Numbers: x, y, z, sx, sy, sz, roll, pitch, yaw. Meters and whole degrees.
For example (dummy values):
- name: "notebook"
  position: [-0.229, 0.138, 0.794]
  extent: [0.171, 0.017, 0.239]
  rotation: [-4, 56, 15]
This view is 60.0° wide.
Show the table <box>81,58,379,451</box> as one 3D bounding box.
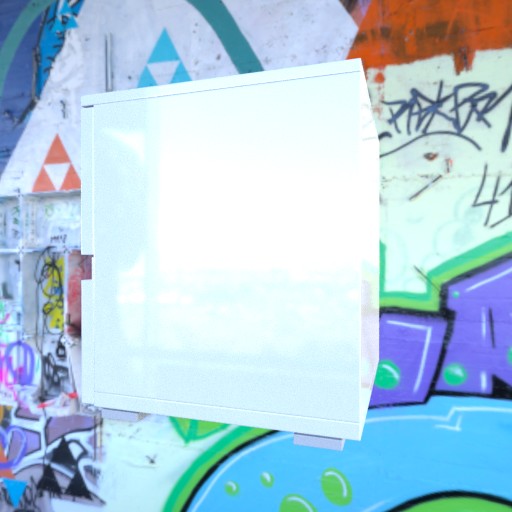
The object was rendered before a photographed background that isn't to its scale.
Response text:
- name: "table"
  position: [0.000, 0.000, 0.786]
  extent: [0.400, 0.470, 0.420]
  rotation: [0, 0, 18]
